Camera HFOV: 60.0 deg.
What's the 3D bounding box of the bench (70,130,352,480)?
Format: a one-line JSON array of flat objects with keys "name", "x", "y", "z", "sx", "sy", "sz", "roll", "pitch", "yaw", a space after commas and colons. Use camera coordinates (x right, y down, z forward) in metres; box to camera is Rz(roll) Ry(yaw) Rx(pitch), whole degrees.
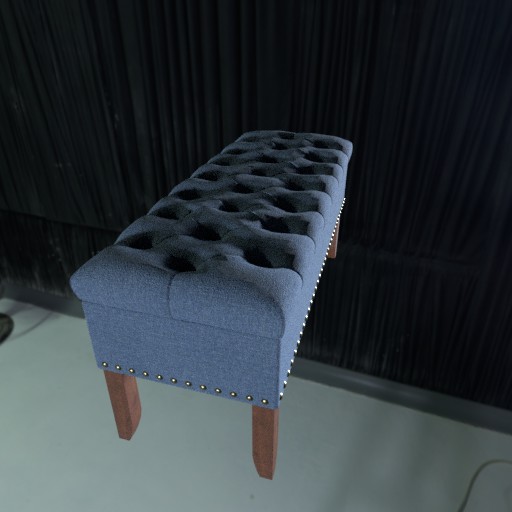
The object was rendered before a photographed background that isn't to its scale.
[{"name": "bench", "x": 0.000, "y": 0.000, "z": 1.297, "sx": 0.417, "sy": 0.492, "sz": 1.052, "roll": 8, "pitch": 31, "yaw": 14}]
